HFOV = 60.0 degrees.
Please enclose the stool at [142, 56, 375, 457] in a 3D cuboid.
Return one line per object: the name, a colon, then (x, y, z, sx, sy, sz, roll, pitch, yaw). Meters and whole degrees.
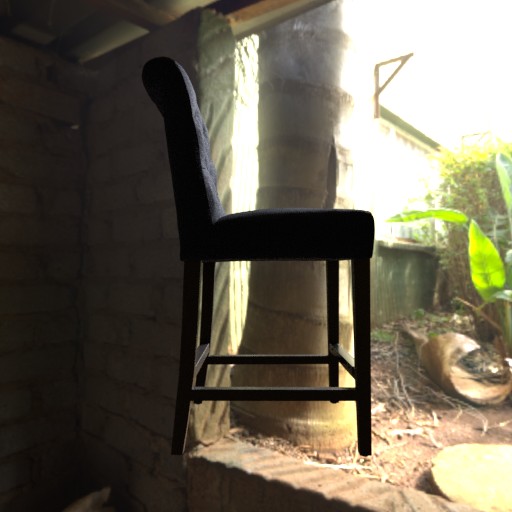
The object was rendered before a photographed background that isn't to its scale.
stool: (0.000, 0.000, 1.335, 0.601, 1.010, 0.493, 0, -1, 0)
